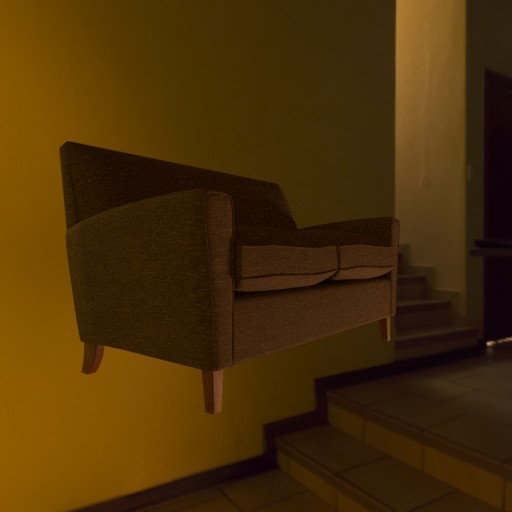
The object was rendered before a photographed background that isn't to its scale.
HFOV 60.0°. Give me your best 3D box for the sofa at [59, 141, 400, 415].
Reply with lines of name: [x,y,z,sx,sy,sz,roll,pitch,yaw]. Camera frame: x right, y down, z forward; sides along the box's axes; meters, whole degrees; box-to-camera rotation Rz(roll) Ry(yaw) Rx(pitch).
sofa: [0.000,0.000,2.054,0.867,0.905,1.509,1,1,38]
